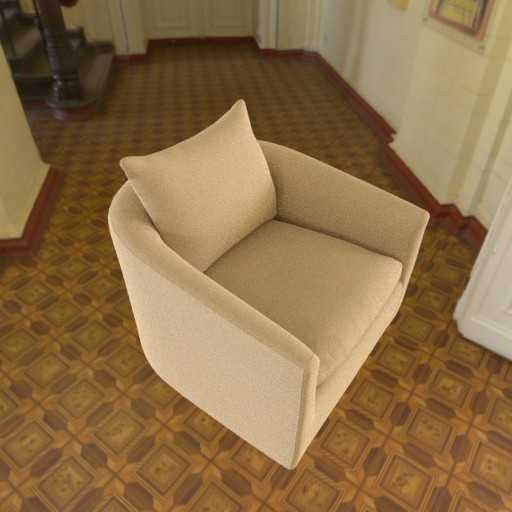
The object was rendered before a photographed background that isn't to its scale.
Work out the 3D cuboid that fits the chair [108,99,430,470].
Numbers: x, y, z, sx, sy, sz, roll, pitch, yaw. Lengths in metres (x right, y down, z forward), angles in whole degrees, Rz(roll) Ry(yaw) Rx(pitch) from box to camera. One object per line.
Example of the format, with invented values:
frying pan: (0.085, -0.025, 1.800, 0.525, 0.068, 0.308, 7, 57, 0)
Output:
chair: (0.000, 0.000, 1.580, 0.910, 0.848, 0.845, 25, 46, 27)
